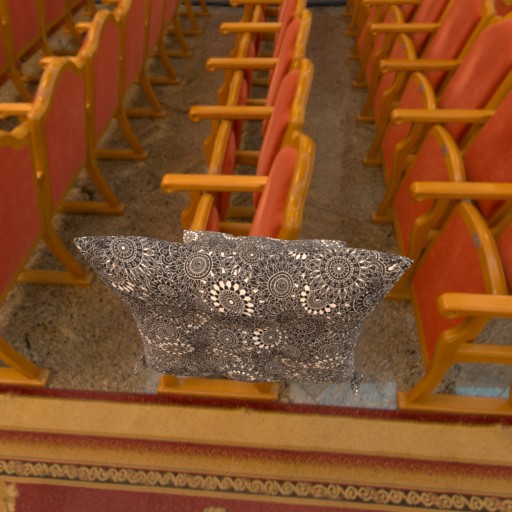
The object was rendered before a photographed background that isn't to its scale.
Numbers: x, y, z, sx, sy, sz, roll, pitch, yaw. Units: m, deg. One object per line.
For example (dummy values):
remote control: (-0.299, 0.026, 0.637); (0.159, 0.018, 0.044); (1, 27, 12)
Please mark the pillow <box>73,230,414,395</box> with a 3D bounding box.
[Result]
pillow: (0.000, 0.000, 1.007); (0.541, 0.536, 0.585); (4, 46, 4)
